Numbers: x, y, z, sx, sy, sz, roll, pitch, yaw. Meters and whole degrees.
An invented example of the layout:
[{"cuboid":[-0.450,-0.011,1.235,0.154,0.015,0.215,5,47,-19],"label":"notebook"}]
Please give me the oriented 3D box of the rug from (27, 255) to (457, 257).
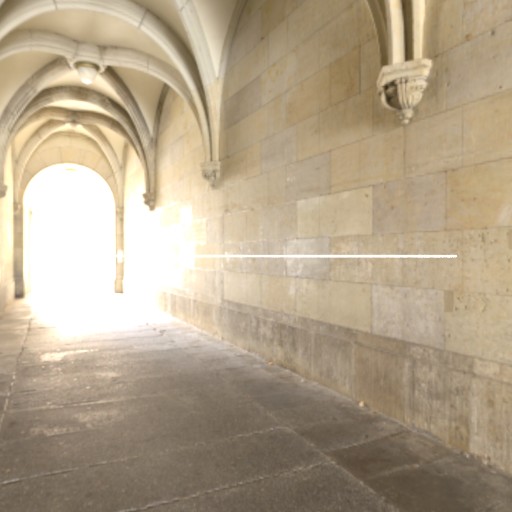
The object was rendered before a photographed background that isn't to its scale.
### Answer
[{"cuboid":[0.000,0.000,2.314,1.827,0.007,1.211,0,0,20],"label":"rug"}]
